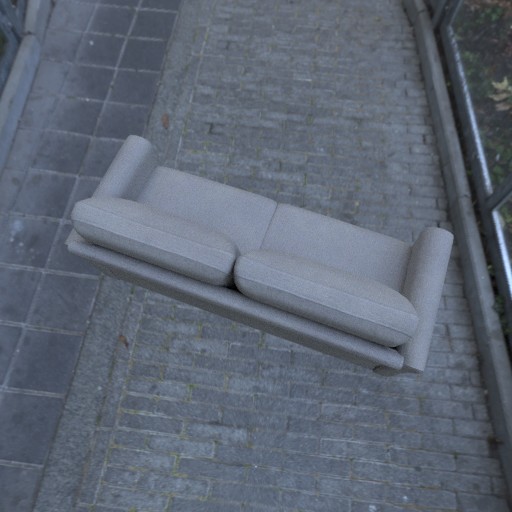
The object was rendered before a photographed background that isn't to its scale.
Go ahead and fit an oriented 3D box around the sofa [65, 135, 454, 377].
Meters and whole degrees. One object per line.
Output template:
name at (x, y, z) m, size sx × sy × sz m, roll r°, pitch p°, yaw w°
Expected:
sofa at (0.000, 0.000, 2.440) m, size 1.935 × 0.942 × 0.842 m, roll 19°, pitch 66°, yaw 9°
